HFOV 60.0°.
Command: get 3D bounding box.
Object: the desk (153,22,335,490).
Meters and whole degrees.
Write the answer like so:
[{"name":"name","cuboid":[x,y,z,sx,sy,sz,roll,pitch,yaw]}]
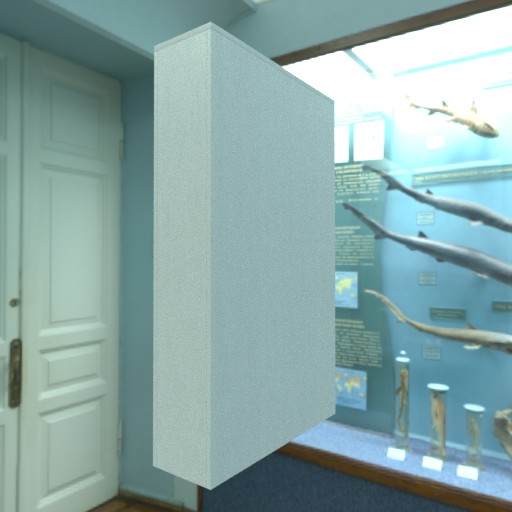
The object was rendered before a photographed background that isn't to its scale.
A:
[{"name":"desk","cuboid":[0.000,0.000,1.586,0.250,1.280,0.750,0,-1,37]}]
